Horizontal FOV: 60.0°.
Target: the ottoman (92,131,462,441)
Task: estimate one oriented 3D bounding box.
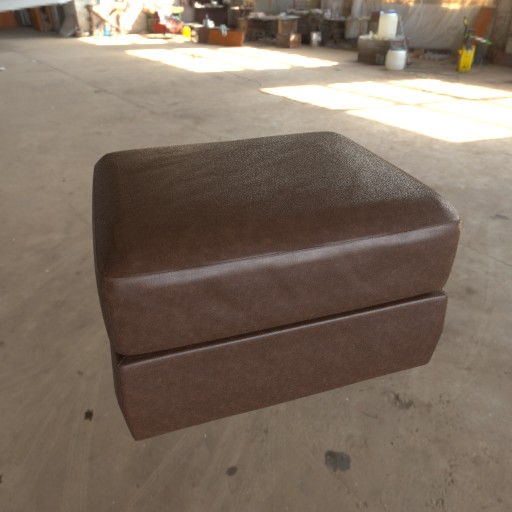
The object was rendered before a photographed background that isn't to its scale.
[{"bbox_3d":[0.000,0.000,1.117,0.751,0.476,0.603,-10,33,-15],"label":"ottoman"}]
